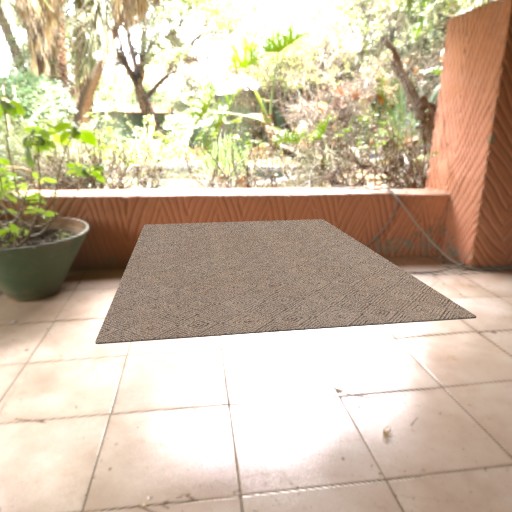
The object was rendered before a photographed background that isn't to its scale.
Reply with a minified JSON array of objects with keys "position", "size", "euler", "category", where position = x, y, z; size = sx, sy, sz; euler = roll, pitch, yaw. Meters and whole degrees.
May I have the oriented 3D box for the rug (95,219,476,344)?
[{"position":[0.000,0.000,2.869],"size":[1.593,0.008,2.238],"euler":[-2,16,-9],"category":"rug"}]
